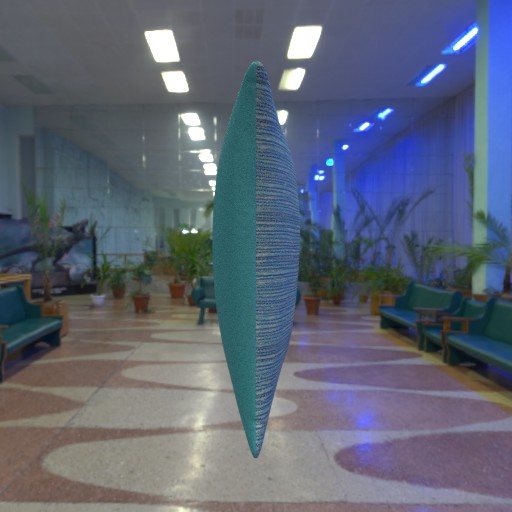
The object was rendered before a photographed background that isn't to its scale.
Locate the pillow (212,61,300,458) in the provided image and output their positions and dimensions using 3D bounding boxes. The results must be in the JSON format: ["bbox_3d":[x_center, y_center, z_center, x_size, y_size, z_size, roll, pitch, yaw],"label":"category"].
[{"bbox_3d":[0.000,0.000,0.801,0.150,0.497,0.514,0,2,0],"label":"pillow"}]
